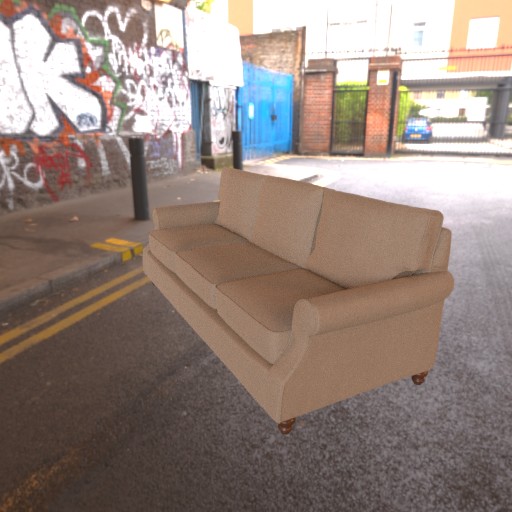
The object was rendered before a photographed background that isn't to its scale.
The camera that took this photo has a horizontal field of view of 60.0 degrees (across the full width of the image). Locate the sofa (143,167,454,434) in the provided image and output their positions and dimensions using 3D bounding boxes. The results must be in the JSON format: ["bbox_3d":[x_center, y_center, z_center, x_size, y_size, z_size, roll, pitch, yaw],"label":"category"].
[{"bbox_3d":[0.000,0.000,2.848,0.966,0.948,2.354,-9,19,-27],"label":"sofa"}]
